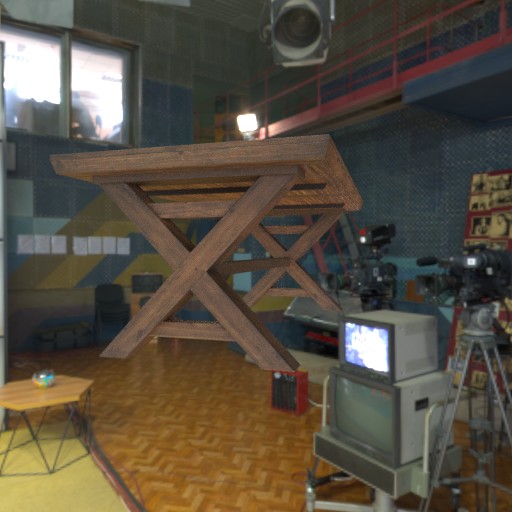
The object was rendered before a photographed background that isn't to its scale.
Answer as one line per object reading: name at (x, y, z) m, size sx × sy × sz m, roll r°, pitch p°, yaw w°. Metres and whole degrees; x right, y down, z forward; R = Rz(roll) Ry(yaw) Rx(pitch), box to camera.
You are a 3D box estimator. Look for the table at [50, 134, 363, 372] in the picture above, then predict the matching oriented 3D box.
table at (0.000, 0.000, 2.500) m, size 1.071 × 0.793 × 1.966 m, roll 0°, pitch 1°, yaw 17°
